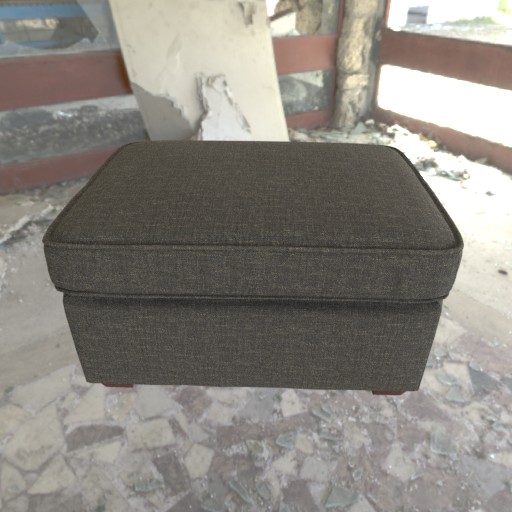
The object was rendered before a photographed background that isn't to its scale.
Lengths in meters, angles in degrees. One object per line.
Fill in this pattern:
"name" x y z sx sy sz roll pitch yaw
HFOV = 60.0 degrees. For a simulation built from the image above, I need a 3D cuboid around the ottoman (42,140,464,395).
"ottoman" 0.000 0.000 1.055 0.749 0.450 0.549 1 33 2
